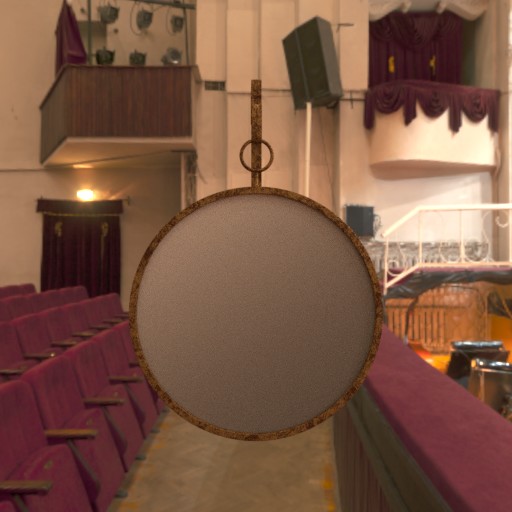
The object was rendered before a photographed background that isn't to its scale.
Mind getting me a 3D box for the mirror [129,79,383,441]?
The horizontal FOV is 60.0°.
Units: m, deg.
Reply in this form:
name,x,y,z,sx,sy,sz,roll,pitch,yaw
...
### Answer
name,x,y,z,sx,sy,sz,roll,pitch,yaw
mirror,0.000,0.000,0.845,0.447,0.651,0.144,0,-1,-1
